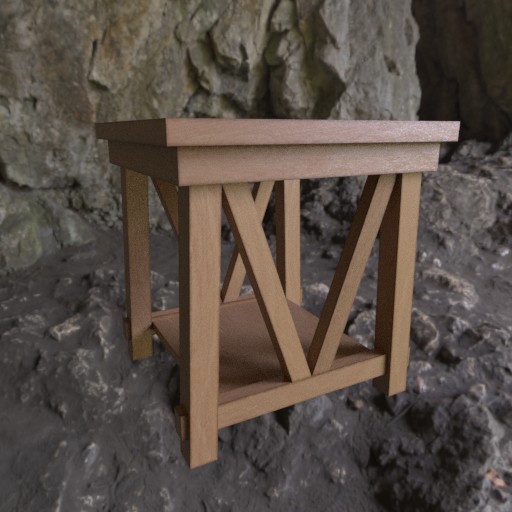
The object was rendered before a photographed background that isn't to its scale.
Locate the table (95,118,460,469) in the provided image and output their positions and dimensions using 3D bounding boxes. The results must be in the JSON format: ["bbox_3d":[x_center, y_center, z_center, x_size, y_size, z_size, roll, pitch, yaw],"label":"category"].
[{"bbox_3d":[0.000,0.000,1.105,0.612,0.638,0.610,-8,18,-27],"label":"table"}]
